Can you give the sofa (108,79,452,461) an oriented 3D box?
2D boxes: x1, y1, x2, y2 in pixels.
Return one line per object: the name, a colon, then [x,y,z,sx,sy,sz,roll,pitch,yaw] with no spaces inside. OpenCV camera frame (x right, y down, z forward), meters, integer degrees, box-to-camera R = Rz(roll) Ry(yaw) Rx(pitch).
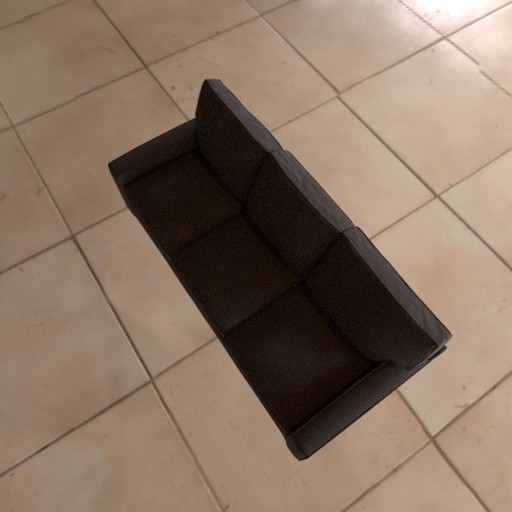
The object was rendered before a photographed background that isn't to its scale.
sofa: [0.000,0.000,2.975,1.004,0.978,2.369,-32,69,-14]
